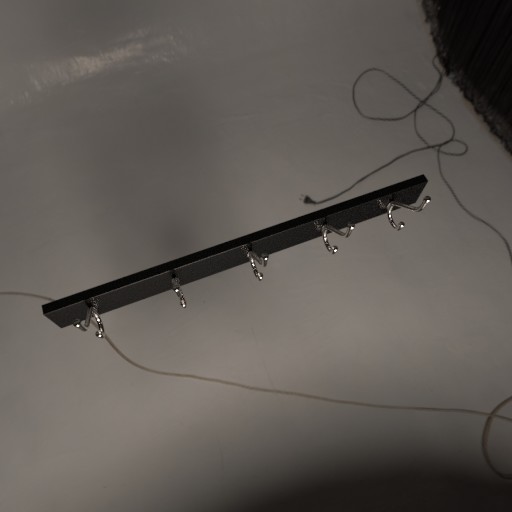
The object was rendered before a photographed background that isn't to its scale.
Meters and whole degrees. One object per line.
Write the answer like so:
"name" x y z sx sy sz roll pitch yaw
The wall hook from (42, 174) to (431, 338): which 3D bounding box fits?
"wall hook" 0.000 0.000 0.609 0.571 0.117 0.071 -19 65 -9
